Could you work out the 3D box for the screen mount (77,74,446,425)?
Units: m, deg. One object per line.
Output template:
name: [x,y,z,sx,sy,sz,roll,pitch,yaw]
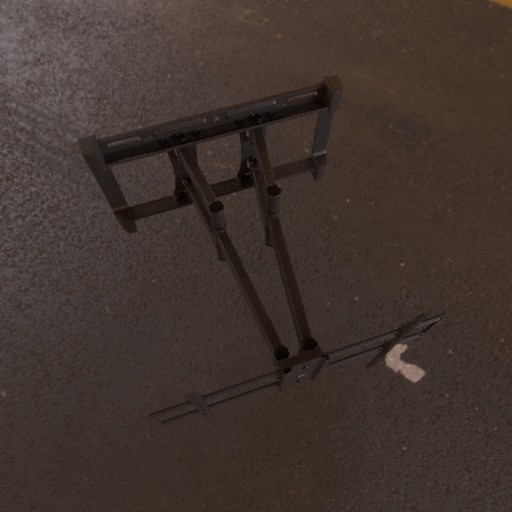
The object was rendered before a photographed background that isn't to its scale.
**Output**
screen mount: [0.000,0.000,1.116,0.661,0.491,0.644,-17,65,-8]
